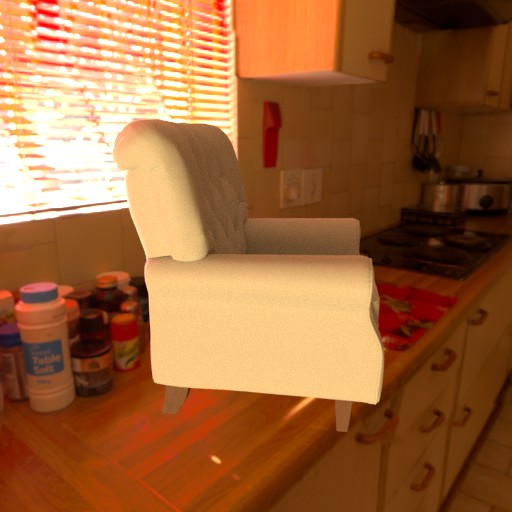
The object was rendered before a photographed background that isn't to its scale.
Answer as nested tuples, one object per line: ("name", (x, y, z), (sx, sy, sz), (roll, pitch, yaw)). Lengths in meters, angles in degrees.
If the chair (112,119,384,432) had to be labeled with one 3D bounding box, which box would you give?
("chair", (0.000, 0.000, 2.071), (1.128, 1.217, 1.090), (2, 15, 9))
